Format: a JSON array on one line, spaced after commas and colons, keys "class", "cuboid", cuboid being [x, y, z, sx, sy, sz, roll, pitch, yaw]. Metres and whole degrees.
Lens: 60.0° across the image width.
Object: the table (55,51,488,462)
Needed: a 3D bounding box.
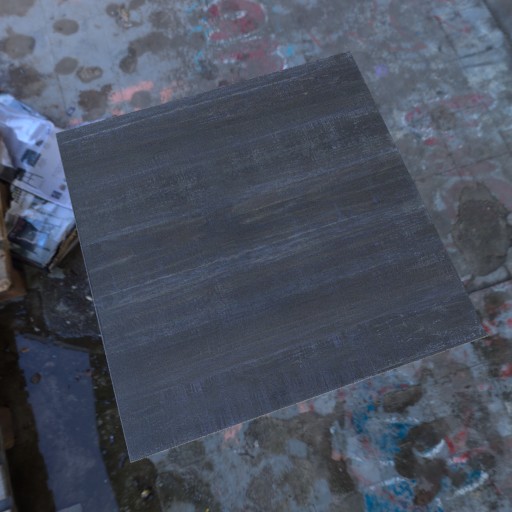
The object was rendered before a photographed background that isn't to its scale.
[{"class": "table", "cuboid": [0.000, 0.000, 1.097, 0.696, 0.400, 0.696, -18, 74, -5]}]
